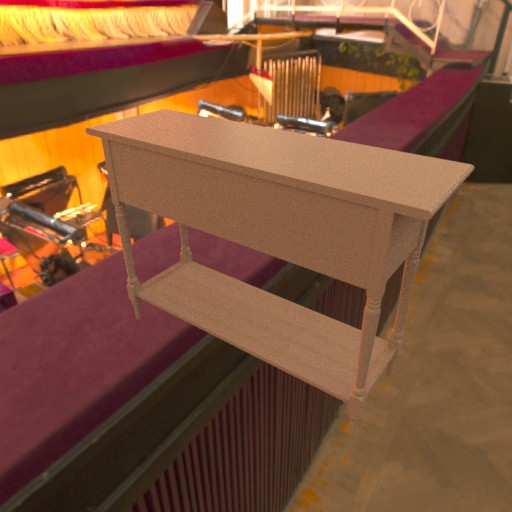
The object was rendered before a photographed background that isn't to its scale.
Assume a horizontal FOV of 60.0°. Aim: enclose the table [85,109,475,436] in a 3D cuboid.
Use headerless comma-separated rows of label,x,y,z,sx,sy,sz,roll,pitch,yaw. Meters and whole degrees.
table,0.000,0.000,1.579,1.197,0.808,0.384,20,36,30
